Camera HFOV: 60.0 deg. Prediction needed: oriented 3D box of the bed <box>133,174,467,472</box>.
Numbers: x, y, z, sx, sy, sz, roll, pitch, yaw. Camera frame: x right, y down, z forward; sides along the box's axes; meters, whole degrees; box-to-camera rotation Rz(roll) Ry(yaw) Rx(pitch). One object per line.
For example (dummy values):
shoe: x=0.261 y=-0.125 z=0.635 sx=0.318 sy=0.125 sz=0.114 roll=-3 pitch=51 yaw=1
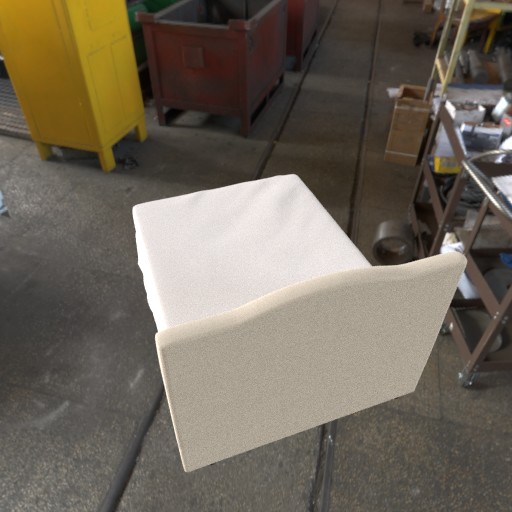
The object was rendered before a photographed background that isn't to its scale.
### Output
bed: x=0.000 y=0.000 z=3.345 sx=1.741 sy=1.449 sz=2.196 roll=-14 pitch=43 yaw=-15
